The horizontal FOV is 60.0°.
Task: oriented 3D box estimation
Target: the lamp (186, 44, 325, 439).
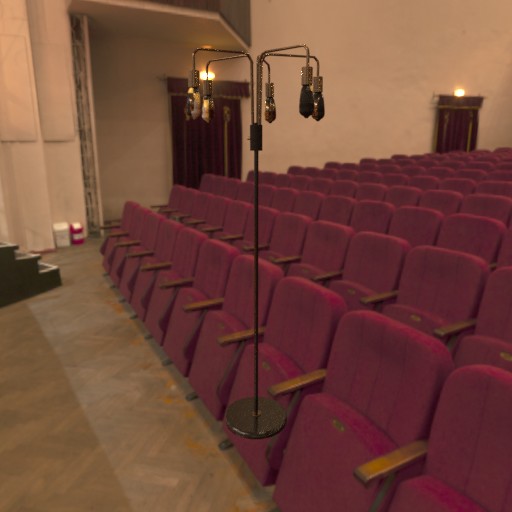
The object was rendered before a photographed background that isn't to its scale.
[{"bbox_3d":[0.000,0.000,2.025,0.599,1.721,0.572,-7,16,-27],"label":"lamp"}]
